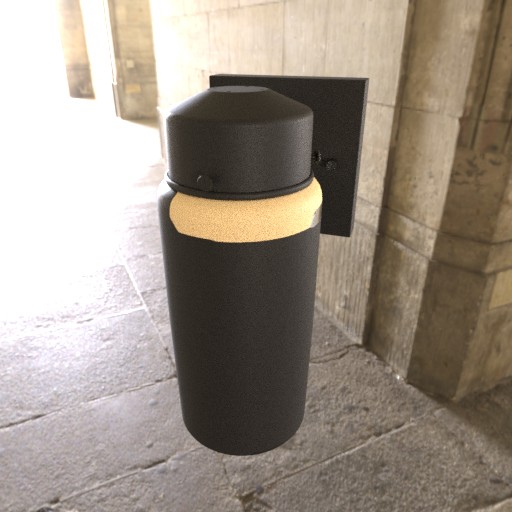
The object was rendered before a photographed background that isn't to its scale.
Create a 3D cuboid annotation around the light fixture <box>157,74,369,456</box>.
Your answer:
[{"bbox_3d":[0.000,0.000,0.354,0.130,0.257,0.176,9,28,17],"label":"light fixture"}]
